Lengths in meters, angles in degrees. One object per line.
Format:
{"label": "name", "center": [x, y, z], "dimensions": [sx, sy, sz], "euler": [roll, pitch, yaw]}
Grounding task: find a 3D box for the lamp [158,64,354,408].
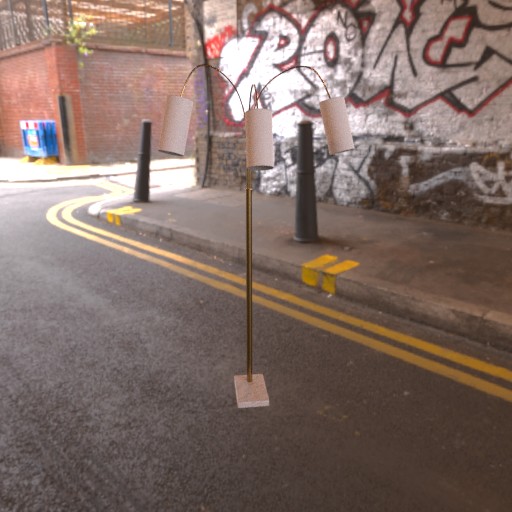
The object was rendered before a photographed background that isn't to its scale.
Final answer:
{"label": "lamp", "center": [0.000, 0.000, 2.564], "dimensions": [1.020, 2.055, 0.667], "euler": [-2, 17, -7]}
